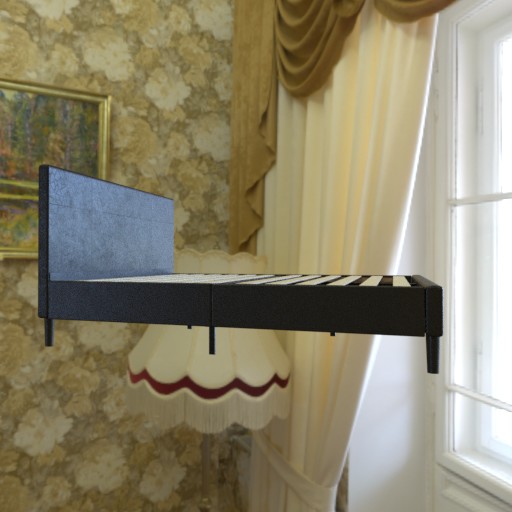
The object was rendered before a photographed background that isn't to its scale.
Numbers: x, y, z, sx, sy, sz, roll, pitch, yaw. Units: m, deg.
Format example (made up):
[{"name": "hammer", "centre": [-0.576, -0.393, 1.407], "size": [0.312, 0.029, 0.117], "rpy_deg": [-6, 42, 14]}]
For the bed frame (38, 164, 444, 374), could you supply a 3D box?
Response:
[{"name": "bed frame", "centre": [0.000, 0.000, 3.171], "size": [2.318, 1.127, 1.634], "rpy_deg": [0, -1, 17]}]
